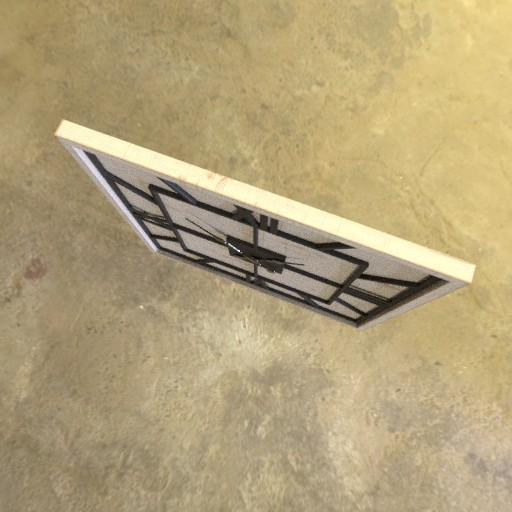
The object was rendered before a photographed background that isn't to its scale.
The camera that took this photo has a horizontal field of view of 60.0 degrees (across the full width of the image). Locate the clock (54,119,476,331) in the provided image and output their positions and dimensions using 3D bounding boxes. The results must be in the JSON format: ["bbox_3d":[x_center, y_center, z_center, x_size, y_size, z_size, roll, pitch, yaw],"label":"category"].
[{"bbox_3d":[0.000,0.000,1.044,0.705,0.705,0.032,20,76,5],"label":"clock"}]
